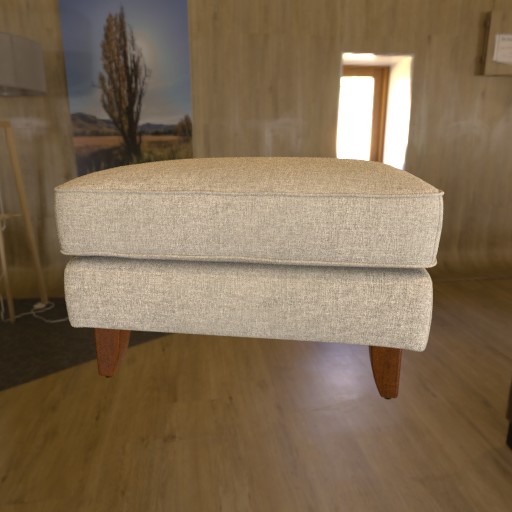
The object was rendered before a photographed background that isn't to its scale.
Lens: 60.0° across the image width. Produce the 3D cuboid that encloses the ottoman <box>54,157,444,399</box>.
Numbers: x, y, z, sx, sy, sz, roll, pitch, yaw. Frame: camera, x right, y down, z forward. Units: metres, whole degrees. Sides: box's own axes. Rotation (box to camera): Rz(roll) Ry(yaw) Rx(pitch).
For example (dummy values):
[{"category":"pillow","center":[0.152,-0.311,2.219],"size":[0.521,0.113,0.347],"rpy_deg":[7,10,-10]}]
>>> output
[{"category":"ottoman","center":[0.000,0.000,1.301],"size":[0.889,0.561,0.661],"rpy_deg":[2,15,8]}]
